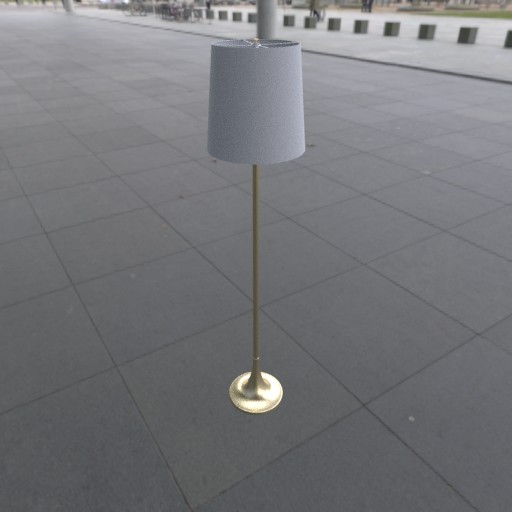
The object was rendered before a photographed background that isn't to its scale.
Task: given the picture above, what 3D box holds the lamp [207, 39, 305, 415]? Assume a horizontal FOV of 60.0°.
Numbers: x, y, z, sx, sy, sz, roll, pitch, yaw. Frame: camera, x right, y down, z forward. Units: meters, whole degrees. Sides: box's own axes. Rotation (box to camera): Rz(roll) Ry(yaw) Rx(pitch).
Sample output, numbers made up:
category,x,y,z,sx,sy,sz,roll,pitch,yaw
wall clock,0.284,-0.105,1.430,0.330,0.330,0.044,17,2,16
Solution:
category,x,y,z,sx,sy,sz,roll,pitch,yaw
lamp,0.000,0.000,1.749,0.337,1.543,0.337,0,31,0
